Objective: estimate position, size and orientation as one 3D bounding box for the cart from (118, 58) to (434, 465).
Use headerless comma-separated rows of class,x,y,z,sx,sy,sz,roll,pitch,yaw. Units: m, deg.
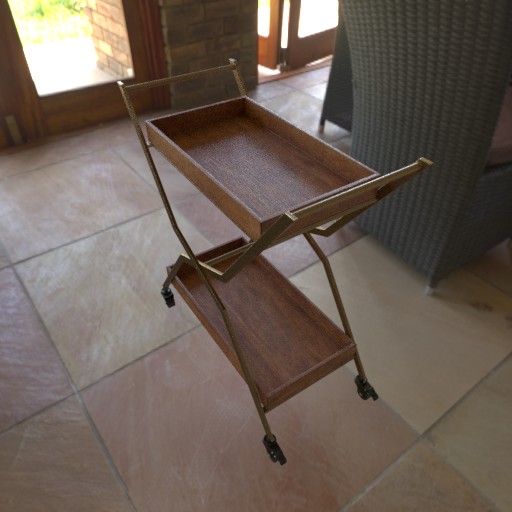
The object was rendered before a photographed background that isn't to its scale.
cart,0.000,0.000,1.340,0.405,0.869,0.836,-24,46,-25
